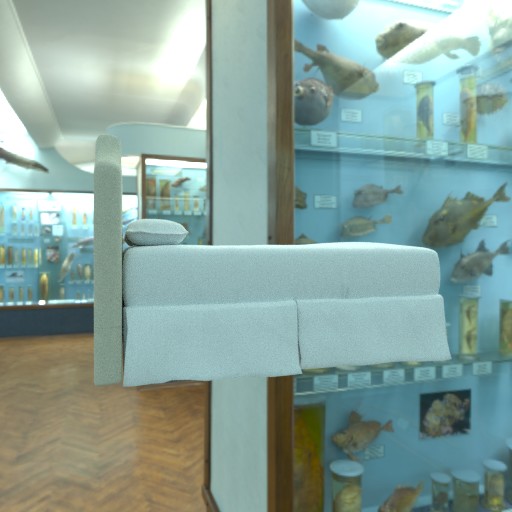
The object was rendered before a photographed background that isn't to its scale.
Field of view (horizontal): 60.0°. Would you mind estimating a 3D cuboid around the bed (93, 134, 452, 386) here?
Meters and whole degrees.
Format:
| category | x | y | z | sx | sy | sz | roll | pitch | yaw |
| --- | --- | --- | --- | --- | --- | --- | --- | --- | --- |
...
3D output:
| category | x | y | z | sx | sy | sz | roll | pitch | yaw |
| --- | --- | --- | --- | --- | --- | --- | --- | --- | --- |
| bed | 0.000 | 0.000 | 3.203 | 2.116 | 1.290 | 1.693 | 0 | 1 | -17 |
